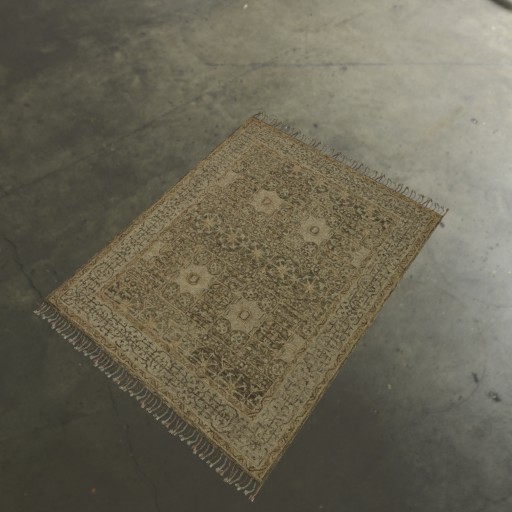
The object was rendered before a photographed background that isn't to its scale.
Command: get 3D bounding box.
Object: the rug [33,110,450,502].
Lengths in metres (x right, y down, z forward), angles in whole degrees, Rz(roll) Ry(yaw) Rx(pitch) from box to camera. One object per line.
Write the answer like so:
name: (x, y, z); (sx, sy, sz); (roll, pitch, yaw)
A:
rug: (0.000, 0.000, 4.177); (2.431, 0.017, 3.291); (33, 64, 19)
